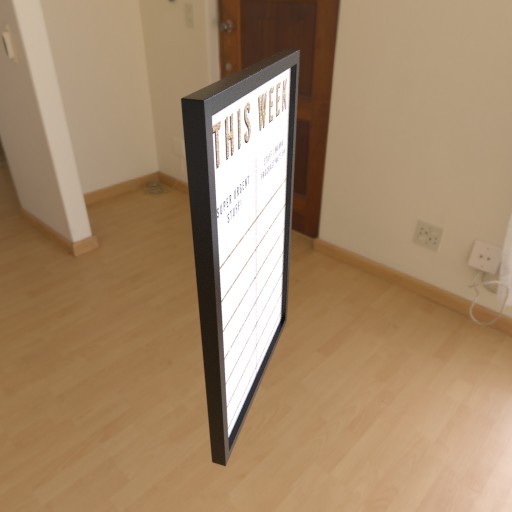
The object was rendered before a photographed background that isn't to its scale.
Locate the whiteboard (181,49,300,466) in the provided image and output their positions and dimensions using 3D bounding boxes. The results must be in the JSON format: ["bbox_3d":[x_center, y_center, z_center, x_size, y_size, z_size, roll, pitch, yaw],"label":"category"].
[{"bbox_3d":[0.000,0.000,0.770,0.026,0.611,0.406,10,33,16],"label":"whiteboard"}]
